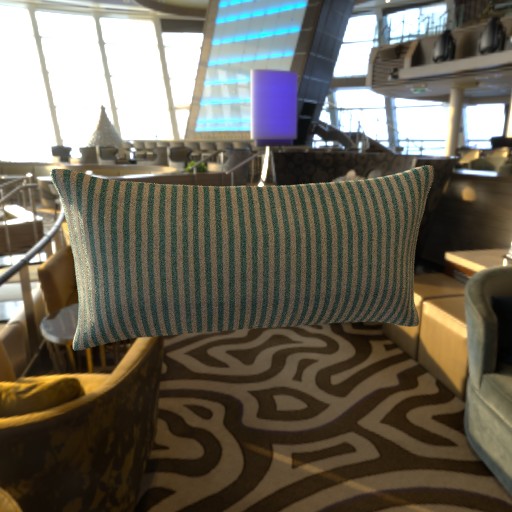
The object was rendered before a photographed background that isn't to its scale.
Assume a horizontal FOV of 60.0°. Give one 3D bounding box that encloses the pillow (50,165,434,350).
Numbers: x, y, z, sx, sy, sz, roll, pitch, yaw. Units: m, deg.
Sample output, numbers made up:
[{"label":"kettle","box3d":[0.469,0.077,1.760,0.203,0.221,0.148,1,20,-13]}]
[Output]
[{"label":"pillow","box3d":[0.000,0.000,0.743,0.617,0.295,0.151,-2,15,-9]}]
